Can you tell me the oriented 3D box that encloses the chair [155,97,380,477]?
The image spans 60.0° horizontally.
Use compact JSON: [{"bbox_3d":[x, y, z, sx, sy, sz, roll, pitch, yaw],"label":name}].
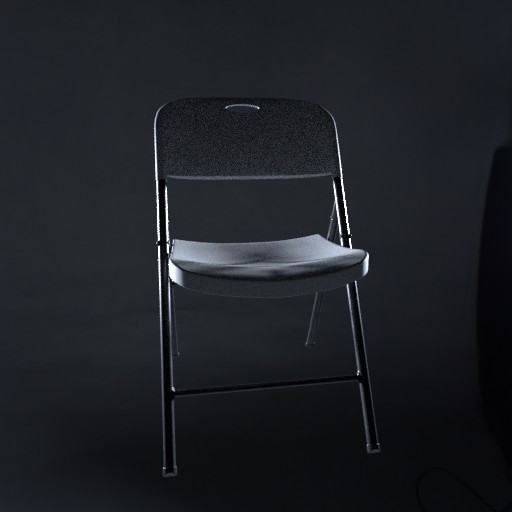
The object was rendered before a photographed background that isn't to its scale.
[{"bbox_3d":[0.000,0.000,1.141,0.494,0.810,0.566,-2,16,-9],"label":"chair"}]
